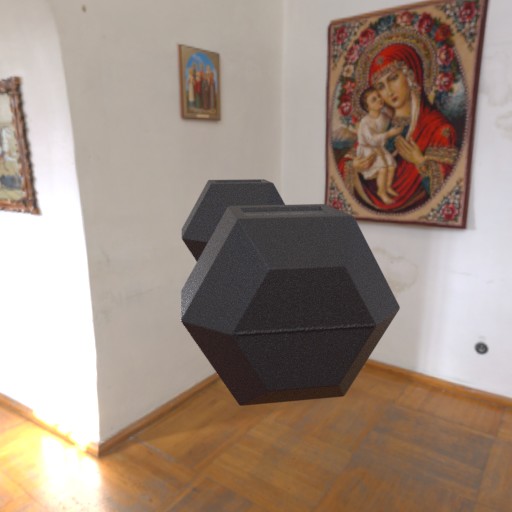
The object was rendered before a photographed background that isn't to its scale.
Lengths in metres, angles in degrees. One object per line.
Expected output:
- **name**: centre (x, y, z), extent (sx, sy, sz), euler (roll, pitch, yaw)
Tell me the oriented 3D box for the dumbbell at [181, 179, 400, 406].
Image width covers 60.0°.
- **dumbbell**: centre (0.000, 0.000, 0.424), extent (0.141, 0.123, 0.356), euler (-2, 14, -9)
